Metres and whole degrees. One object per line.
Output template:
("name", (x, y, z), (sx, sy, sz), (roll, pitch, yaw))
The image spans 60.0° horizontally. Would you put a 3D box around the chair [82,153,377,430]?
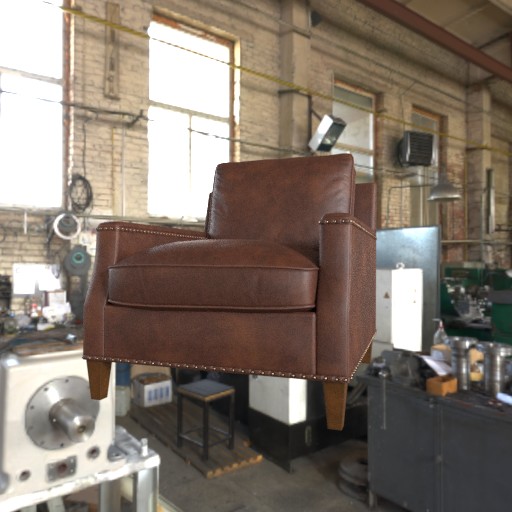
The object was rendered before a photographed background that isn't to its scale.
("chair", (0.000, 0.000, 1.728), (0.853, 0.929, 1.014), (0, -1, 20))
